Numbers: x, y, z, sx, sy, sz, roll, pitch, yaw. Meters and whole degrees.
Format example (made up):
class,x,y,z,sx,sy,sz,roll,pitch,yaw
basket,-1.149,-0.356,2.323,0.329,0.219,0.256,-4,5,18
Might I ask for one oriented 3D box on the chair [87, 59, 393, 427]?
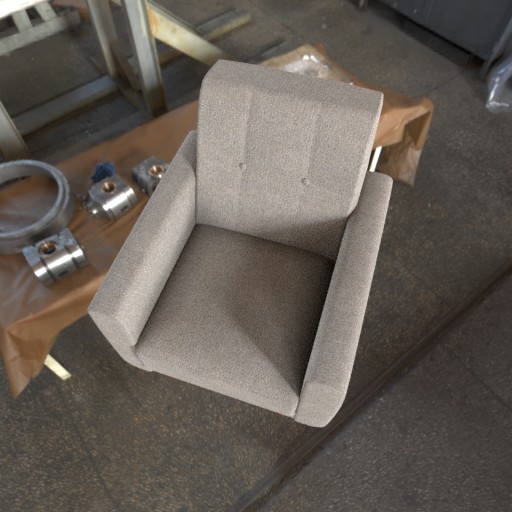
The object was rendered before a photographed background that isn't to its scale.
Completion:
class,x,y,z,sx,sy,sz,roll,pitch,yaw
chair,0.000,0.000,1.658,0.845,0.968,0.942,16,59,10
